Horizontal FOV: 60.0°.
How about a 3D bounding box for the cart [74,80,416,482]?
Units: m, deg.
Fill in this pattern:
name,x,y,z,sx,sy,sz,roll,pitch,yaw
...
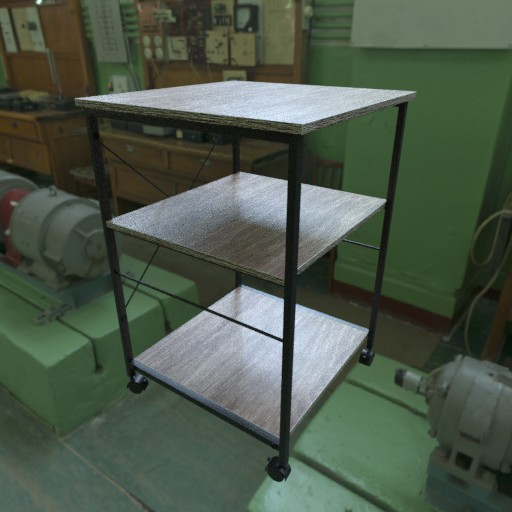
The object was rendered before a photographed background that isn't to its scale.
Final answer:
name,x,y,z,sx,sy,sz,roll,pitch,yaw
cart,0.000,0.000,1.108,0.520,0.762,0.521,17,31,31
